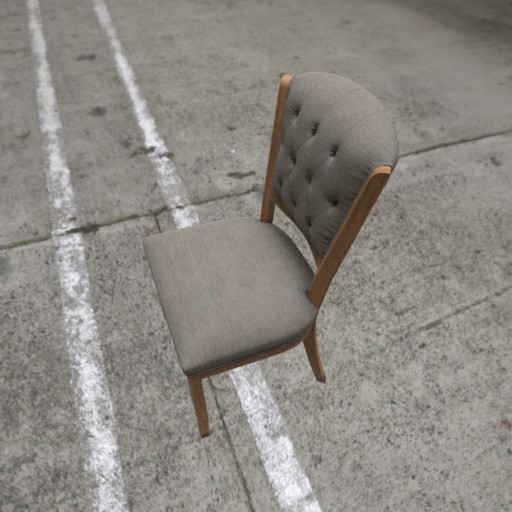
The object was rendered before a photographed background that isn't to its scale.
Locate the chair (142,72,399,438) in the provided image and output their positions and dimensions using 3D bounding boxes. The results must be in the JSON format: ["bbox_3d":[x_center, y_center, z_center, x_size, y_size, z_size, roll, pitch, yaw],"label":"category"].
[{"bbox_3d":[0.000,0.000,1.279,0.584,0.905,0.513,-16,47,-15],"label":"chair"}]
